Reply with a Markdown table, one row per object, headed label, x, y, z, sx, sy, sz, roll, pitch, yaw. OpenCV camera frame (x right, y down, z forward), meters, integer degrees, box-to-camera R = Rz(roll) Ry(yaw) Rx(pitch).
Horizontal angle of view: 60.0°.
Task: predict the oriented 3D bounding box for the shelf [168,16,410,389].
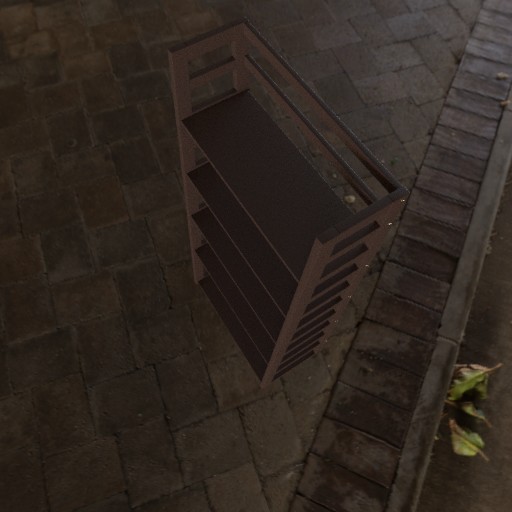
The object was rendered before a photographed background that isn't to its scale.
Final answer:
| label | x | y | z | sx | sy | sz | roll | pitch | yaw |
| --- | --- | --- | --- | --- | --- | --- | --- | --- | --- |
| shelf | 0.000 | 0.000 | 1.887 | 0.403 | 1.600 | 0.763 | -30 | 68 | -13 |
